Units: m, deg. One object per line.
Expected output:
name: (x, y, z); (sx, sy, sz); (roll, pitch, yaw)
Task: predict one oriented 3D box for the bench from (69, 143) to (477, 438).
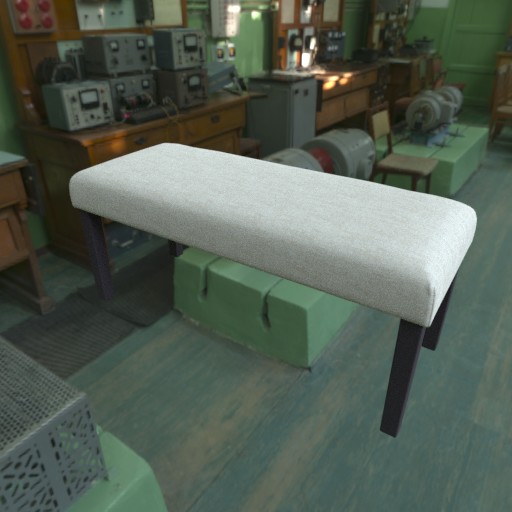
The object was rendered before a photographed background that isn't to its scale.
bench: (0.000, 0.000, 1.240); (1.013, 0.456, 0.407); (18, 34, 28)
